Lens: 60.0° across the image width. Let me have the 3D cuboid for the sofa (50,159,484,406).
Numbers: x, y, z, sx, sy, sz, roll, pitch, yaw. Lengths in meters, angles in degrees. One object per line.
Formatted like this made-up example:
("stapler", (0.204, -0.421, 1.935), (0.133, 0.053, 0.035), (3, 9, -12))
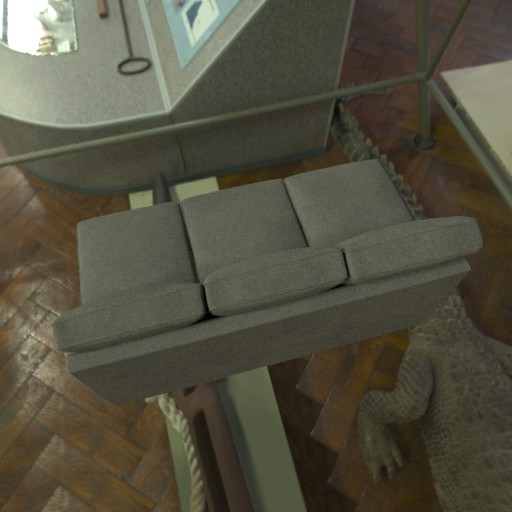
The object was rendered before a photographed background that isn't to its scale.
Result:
("sofa", (0.000, 0.000, 2.500), (1.962, 0.973, 1.027), (-13, 61, -8))
